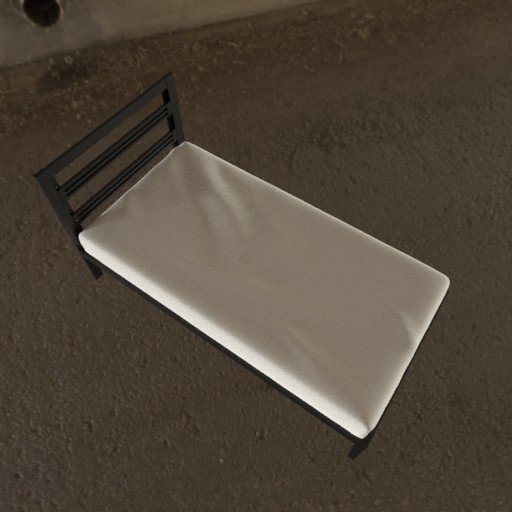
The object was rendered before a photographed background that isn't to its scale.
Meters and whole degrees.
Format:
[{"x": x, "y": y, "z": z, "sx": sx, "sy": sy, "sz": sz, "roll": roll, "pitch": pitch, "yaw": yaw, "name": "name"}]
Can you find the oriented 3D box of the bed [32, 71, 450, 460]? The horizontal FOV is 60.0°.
[{"x": 0.000, "y": 0.000, "z": 2.437, "sx": 1.930, "sy": 0.967, "sz": 0.991, "roll": 30, "pitch": 62, "yaw": 18, "name": "bed"}]
